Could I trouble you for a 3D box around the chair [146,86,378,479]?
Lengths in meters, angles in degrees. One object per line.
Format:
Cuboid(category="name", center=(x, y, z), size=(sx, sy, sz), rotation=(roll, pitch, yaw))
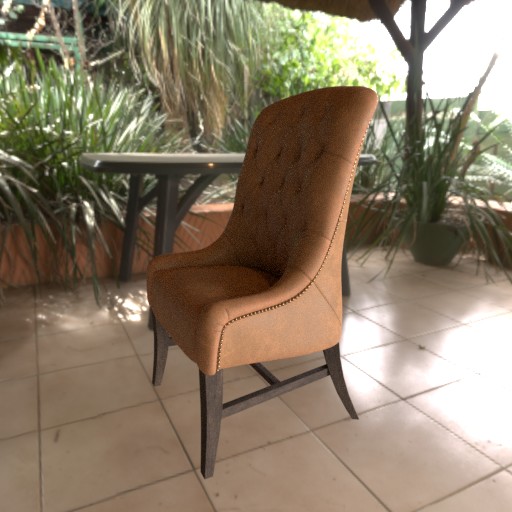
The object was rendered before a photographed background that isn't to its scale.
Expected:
Cuboid(category="chair", center=(0.000, 0.000, 1.491), size=(0.629, 1.091, 0.634), rotation=(-7, 16, -26))
